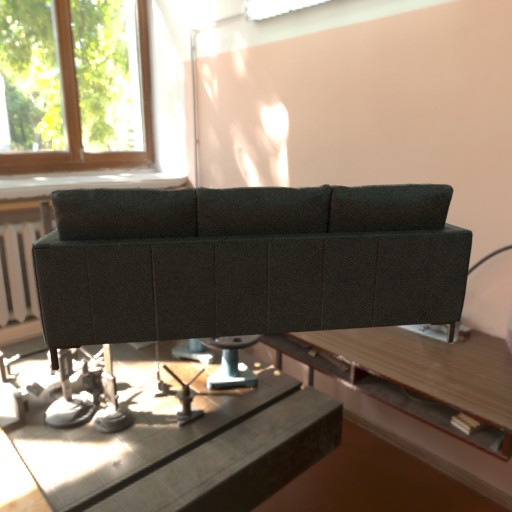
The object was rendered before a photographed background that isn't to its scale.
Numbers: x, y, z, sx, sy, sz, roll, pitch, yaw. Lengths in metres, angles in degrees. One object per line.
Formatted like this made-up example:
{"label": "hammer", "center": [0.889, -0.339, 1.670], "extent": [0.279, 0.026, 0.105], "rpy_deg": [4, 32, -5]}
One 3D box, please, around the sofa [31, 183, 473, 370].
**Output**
{"label": "sofa", "center": [0.000, 0.000, 2.367], "extent": [2.029, 0.805, 0.748], "rpy_deg": [-2, 15, -8]}
